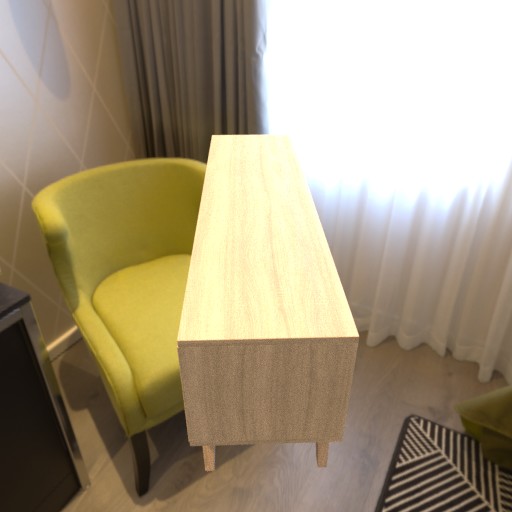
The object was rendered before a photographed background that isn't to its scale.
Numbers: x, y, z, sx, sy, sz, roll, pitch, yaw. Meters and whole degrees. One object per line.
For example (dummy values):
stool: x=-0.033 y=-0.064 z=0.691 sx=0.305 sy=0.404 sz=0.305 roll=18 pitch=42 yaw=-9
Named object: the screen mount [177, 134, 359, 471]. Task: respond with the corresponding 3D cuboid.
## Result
screen mount: x=0.000 y=0.000 z=1.731 sx=0.401 sy=0.509 sz=1.500 roll=-1 pitch=32 yaw=-2
